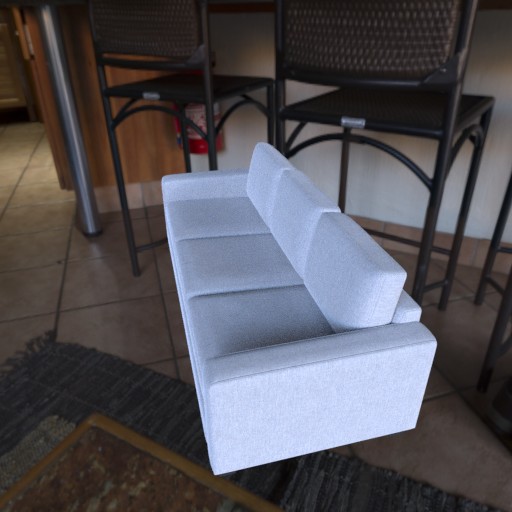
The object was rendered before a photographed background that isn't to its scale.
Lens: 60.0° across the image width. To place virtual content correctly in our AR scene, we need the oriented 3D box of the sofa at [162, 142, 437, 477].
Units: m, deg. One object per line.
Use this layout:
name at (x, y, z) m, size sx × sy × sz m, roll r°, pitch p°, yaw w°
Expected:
sofa at (0.000, 0.000, 2.532) m, size 0.900 × 0.800 × 2.120 m, roll -7°, pitch 31°, yaw -13°
